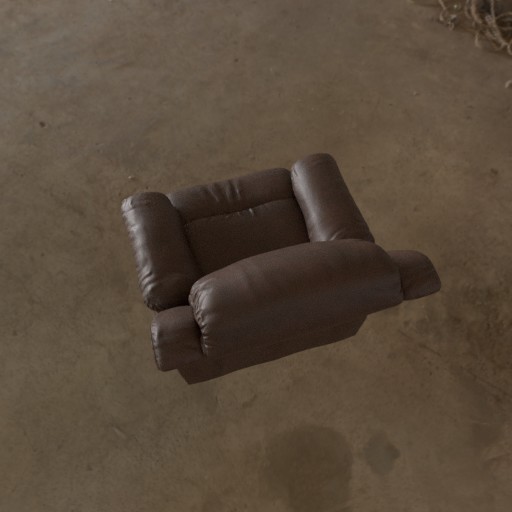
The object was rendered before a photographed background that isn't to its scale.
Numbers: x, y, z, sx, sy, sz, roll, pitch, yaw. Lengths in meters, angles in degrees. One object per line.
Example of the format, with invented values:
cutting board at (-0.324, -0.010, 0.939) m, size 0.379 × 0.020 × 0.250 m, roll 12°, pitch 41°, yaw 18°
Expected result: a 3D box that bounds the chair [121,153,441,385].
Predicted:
chair at (0.000, 0.000, 1.255) m, size 0.680 × 0.702 × 0.707 m, roll -15°, pitch 59°, yaw -9°
